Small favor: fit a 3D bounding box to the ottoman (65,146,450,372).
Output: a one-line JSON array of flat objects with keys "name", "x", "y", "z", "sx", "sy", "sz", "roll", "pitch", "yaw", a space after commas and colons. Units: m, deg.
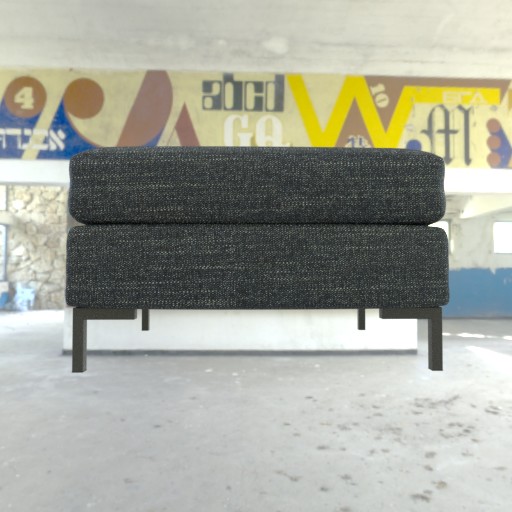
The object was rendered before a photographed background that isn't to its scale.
[{"name": "ottoman", "x": 0.000, "y": 0.000, "z": 1.223, "sx": 0.814, "sy": 0.491, "sz": 0.667, "roll": 0, "pitch": -2, "yaw": -1}]
